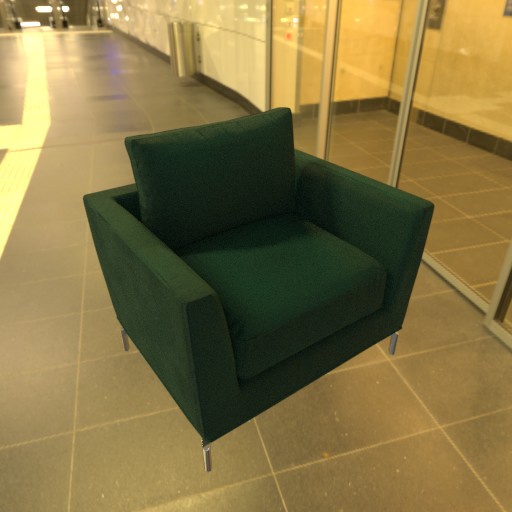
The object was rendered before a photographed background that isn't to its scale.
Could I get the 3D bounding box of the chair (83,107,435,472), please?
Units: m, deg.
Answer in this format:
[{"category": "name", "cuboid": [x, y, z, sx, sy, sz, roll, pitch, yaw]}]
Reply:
[{"category": "chair", "cuboid": [0.000, 0.000, 1.789, 1.047, 0.997, 0.852, -21, 37, -30]}]
